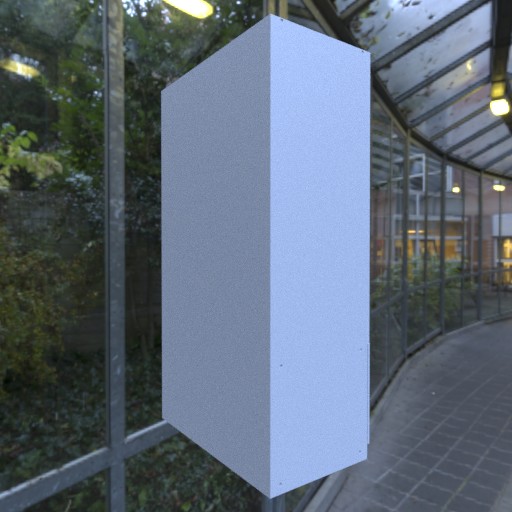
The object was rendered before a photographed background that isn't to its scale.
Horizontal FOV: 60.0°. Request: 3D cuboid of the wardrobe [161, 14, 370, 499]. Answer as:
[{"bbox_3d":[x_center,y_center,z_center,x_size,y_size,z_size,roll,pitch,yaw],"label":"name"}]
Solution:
[{"bbox_3d":[0.000,0.000,2.221,0.577,1.808,0.991,-1,1,-36],"label":"wardrobe"}]
